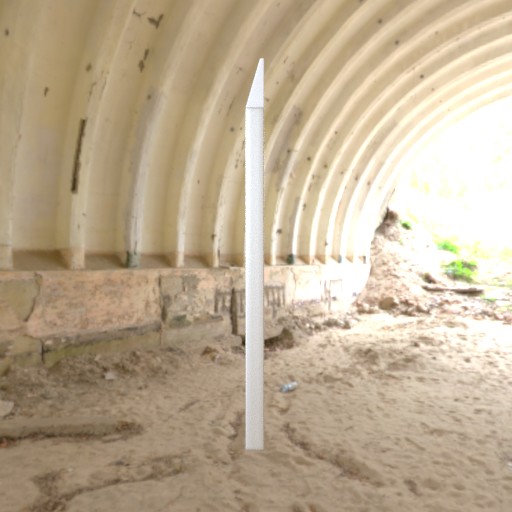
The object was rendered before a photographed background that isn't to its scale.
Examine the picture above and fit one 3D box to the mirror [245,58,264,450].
[{"bbox_3d":[0.000,0.000,1.147,0.030,0.630,0.870,0,-1,0],"label":"mirror"}]
